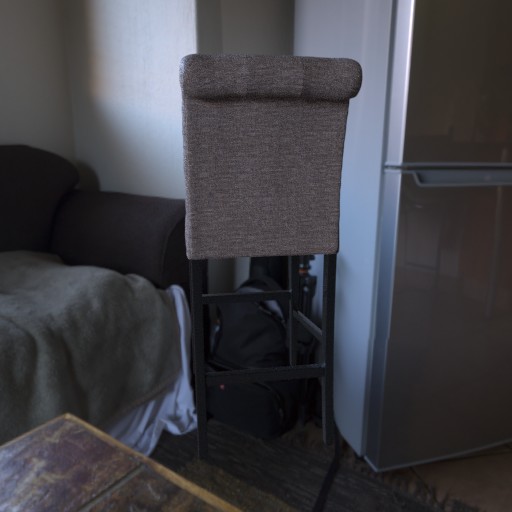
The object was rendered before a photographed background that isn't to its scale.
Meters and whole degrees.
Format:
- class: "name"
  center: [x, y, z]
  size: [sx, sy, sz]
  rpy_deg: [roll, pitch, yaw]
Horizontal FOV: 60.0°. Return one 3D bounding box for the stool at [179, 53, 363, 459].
- class: "stool"
  center: [0.000, 0.000, 1.452]
  size: [0.452, 1.131, 0.613]
  rpy_deg: [-2, 15, -9]
